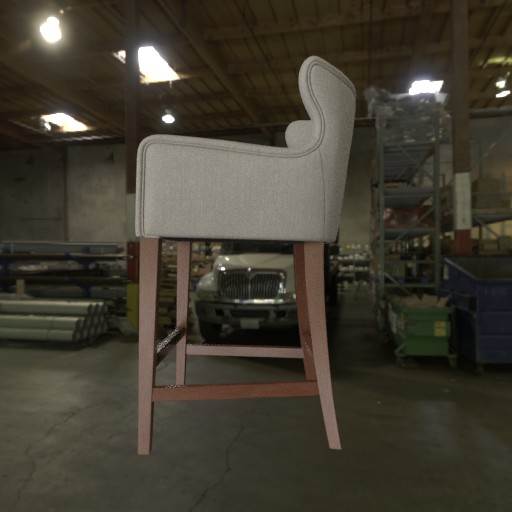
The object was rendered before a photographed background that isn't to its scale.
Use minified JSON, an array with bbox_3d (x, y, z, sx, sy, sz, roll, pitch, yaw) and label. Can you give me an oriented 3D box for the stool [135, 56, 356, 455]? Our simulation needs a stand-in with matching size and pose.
[{"bbox_3d":[0.000,0.000,1.321,0.575,0.951,0.575,0,1,0],"label":"stool"}]
